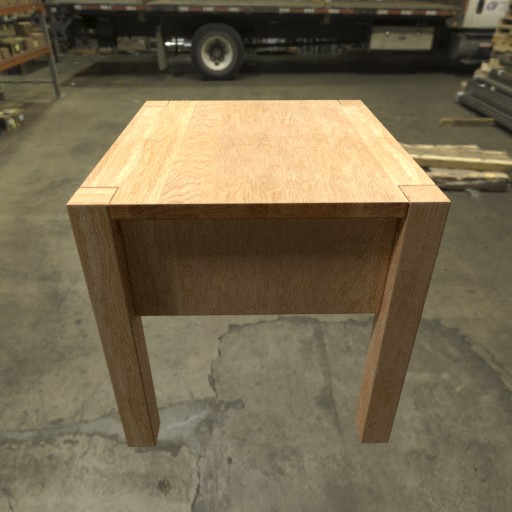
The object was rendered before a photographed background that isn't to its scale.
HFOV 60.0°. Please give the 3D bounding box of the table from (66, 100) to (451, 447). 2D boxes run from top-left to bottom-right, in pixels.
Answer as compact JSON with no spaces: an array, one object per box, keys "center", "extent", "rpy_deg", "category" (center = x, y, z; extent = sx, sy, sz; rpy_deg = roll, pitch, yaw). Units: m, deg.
[{"center":[0.000,0.000,0.826],"extent":[0.440,0.450,0.480],"rpy_deg":[-1,33,-1],"category":"table"}]
